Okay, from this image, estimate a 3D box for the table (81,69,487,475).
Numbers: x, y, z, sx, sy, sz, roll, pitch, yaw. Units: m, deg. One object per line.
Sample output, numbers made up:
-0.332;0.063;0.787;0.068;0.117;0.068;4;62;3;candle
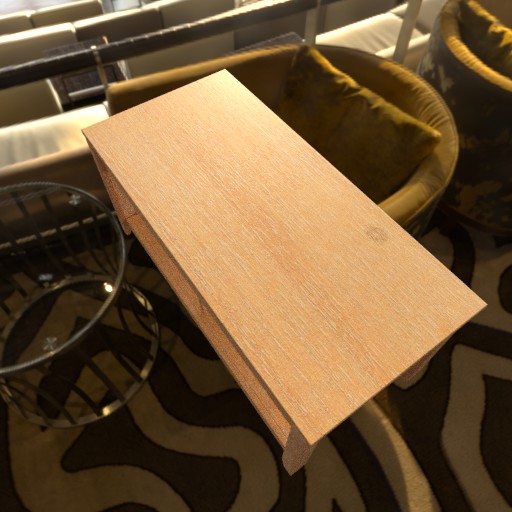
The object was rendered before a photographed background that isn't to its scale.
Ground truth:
0.000;0.000;1.280;0.483;0.457;1.016;-31;62;-19;table
